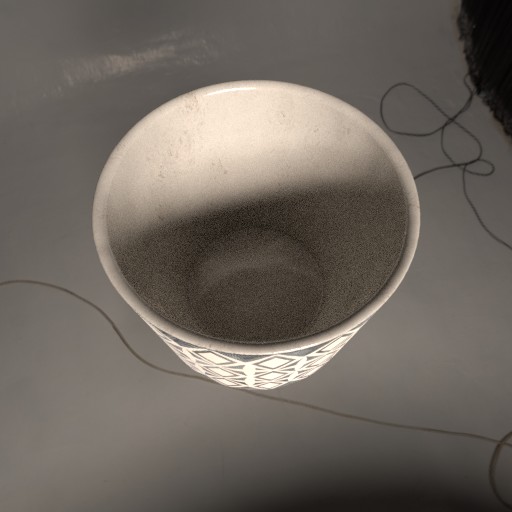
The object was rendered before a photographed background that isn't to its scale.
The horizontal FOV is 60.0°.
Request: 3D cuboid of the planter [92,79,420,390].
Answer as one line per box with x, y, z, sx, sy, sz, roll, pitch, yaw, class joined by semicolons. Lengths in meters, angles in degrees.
0.000;0.000;0.452;0.260;0.220;0.260;0;63;0;planter
